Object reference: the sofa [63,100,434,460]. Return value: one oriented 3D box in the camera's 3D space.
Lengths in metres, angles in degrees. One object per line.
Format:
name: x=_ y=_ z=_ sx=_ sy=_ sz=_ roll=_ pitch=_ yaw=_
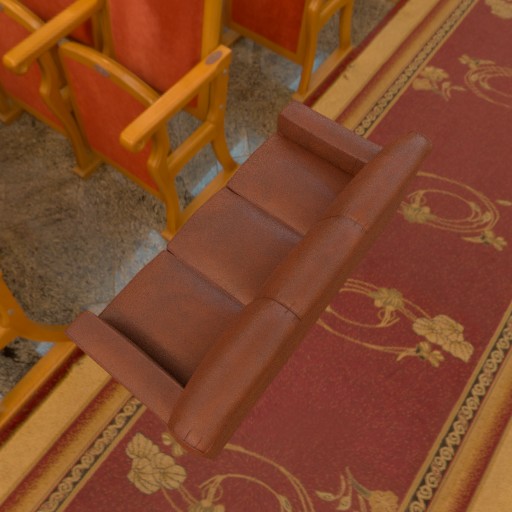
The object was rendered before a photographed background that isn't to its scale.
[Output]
sofa: x=0.000 y=0.000 z=2.596 sx=1.008 sy=0.953 sz=2.039 roll=35 pitch=68 yaw=16
